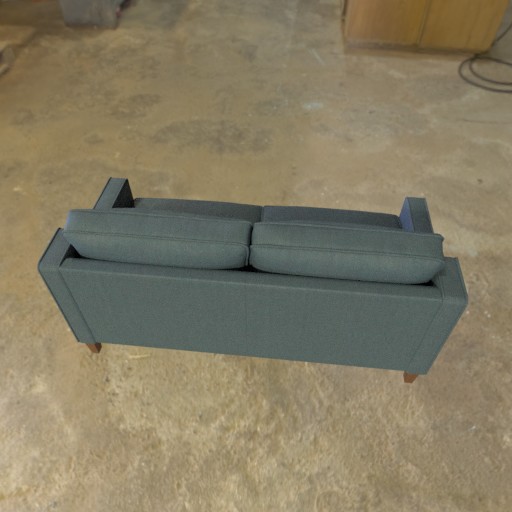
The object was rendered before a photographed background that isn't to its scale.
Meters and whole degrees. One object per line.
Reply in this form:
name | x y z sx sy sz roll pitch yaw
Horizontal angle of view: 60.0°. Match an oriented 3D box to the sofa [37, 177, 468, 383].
sofa | 0.000 0.000 2.827 2.178 1.071 1.066 4 47 4
